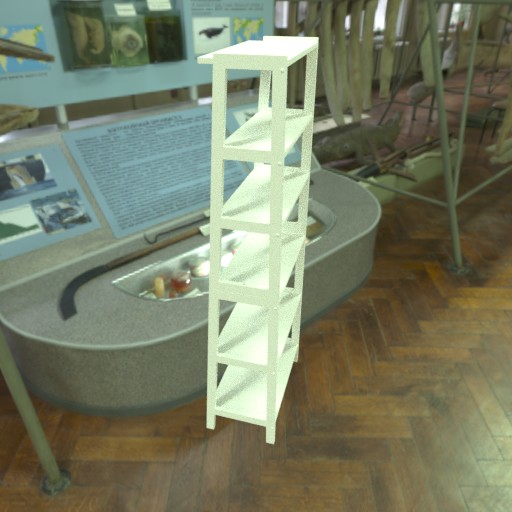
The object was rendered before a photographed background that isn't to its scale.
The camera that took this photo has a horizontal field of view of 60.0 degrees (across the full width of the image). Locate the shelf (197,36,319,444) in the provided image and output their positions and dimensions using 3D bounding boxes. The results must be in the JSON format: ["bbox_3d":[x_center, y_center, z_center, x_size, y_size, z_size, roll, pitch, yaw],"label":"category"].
[{"bbox_3d":[0.000,0.000,2.181,0.381,1.892,0.660,8,32,13],"label":"shelf"}]
